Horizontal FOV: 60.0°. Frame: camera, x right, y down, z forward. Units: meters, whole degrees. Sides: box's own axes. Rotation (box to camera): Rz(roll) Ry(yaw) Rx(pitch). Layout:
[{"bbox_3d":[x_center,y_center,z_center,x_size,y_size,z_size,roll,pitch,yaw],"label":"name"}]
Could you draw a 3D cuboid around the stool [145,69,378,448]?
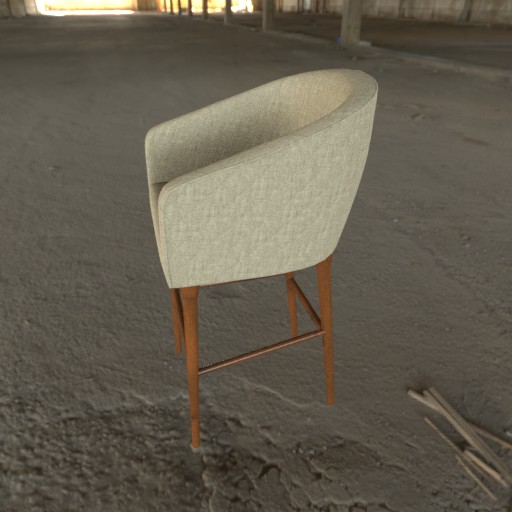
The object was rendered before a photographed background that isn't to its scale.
[{"bbox_3d":[0.000,0.000,1.414,0.607,1.078,0.559,-8,31,-13],"label":"stool"}]
